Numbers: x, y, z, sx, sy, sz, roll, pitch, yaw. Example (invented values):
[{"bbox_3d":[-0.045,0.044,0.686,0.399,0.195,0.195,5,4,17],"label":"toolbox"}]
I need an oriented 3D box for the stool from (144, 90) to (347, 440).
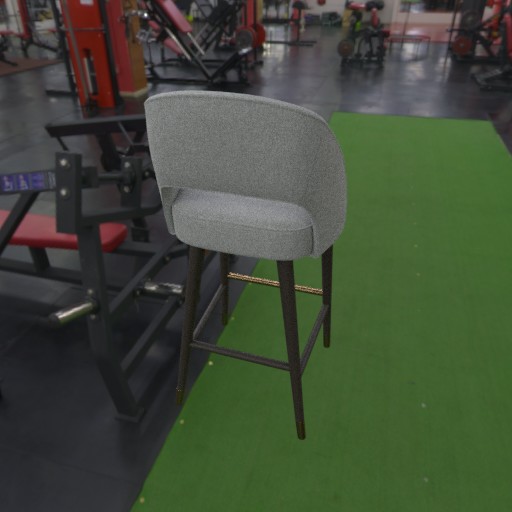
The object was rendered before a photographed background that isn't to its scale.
[{"bbox_3d":[0.000,0.000,1.331,0.494,1.037,0.509,10,33,15],"label":"stool"}]
